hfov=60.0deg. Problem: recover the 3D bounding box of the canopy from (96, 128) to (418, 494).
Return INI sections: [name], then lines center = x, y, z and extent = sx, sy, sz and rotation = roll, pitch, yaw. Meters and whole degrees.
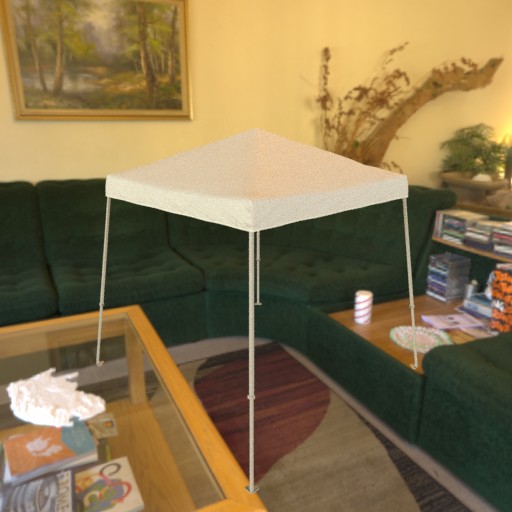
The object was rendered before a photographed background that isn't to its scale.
[canopy]
center = 0.000, 0.000, 6.481
extent = 3.600, 3.600, 3.599
rotation = -15, 23, -42
